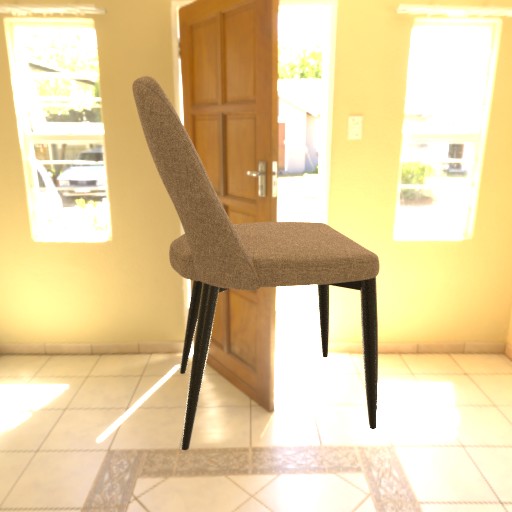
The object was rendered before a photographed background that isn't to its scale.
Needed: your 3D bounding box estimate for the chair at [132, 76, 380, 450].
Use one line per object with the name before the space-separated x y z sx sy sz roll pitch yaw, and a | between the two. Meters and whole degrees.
chair | 0.000 0.000 1.265 0.612 0.931 0.470 -3 16 -10
